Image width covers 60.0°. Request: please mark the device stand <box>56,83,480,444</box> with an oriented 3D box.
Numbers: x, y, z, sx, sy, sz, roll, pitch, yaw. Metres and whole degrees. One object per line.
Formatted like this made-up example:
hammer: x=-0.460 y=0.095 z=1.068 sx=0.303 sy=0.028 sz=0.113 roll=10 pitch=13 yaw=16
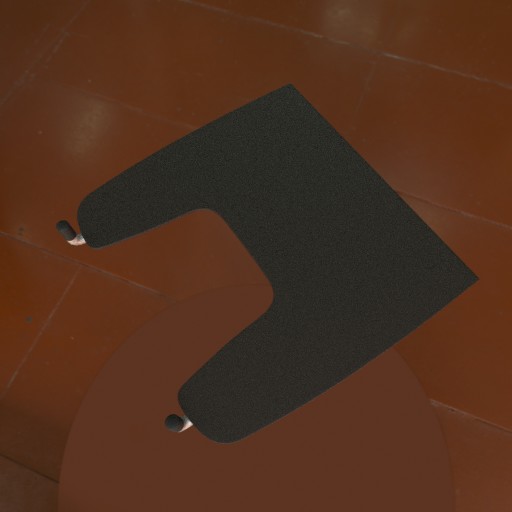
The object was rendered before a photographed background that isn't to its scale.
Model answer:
device stand: x=0.000 y=0.000 z=0.349 sx=0.230 sy=0.092 sz=0.230 roll=-31 pitch=69 yaw=-14
